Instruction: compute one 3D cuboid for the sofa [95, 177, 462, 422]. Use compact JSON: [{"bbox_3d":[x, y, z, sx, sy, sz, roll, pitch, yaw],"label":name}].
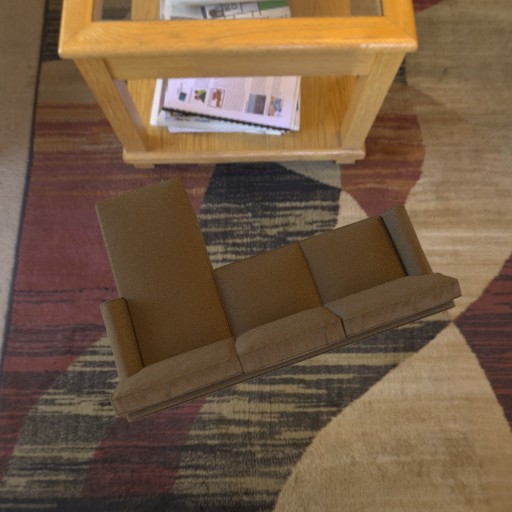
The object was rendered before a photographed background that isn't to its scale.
[{"bbox_3d":[0.000,0.000,3.473,2.475,0.978,1.733,-18,76,-5],"label":"sofa"}]
